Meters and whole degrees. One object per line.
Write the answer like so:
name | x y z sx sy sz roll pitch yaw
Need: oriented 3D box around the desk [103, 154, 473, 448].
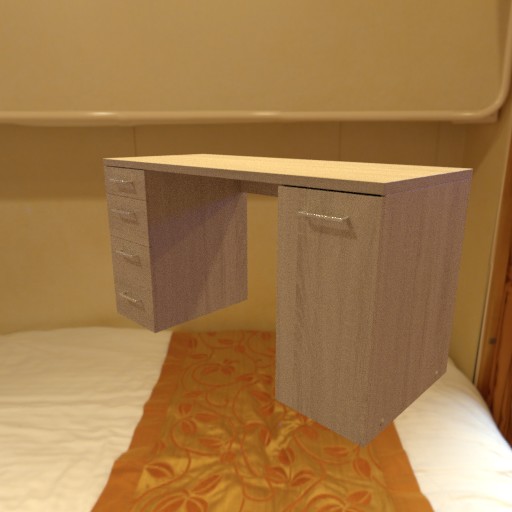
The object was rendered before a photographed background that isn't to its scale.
desk | 0.000 0.000 1.798 1.390 0.740 0.600 15 22 42
